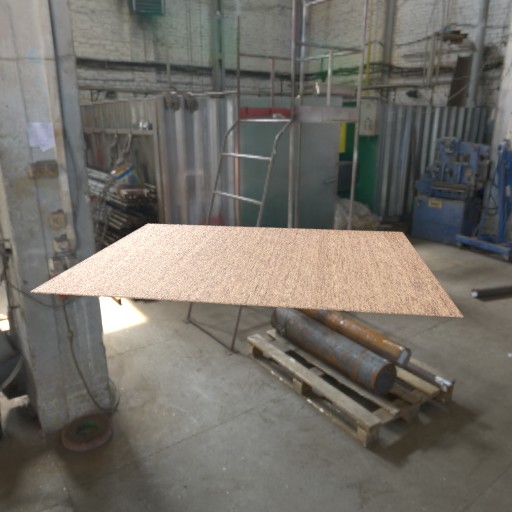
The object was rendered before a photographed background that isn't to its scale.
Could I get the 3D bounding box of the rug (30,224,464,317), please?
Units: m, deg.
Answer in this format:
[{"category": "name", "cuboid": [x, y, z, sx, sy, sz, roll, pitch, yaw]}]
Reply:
[{"category": "rug", "cuboid": [0.000, 0.000, 4.386, 3.205, 0.013, 2.448, 2, 17, 8]}]
